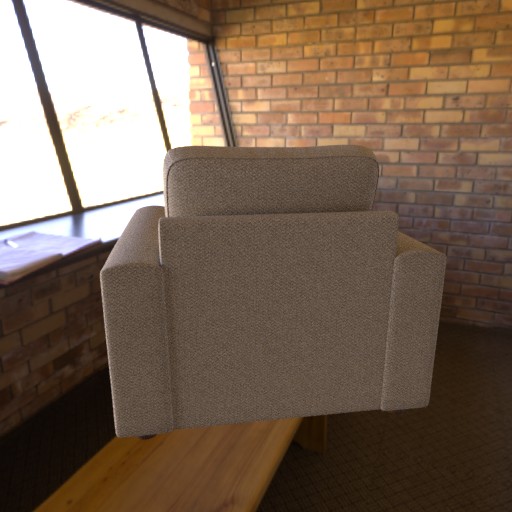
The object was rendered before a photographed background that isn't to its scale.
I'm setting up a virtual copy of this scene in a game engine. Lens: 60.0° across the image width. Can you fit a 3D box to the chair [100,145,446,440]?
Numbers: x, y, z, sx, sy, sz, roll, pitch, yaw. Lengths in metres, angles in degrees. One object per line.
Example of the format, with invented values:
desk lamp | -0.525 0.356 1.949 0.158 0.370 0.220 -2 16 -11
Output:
chair | 0.000 0.000 1.755 1.005 0.873 1.016 -2 16 -9
